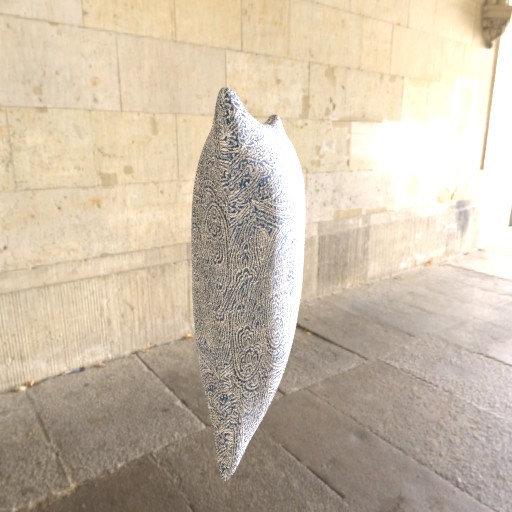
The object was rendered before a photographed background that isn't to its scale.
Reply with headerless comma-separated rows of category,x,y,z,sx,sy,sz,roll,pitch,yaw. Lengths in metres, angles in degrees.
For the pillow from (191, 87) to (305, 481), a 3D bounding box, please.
pillow,0.000,0.000,0.791,0.166,0.510,0.523,2,15,8
